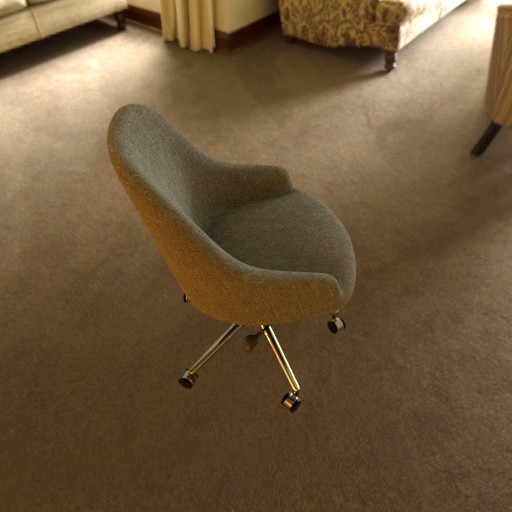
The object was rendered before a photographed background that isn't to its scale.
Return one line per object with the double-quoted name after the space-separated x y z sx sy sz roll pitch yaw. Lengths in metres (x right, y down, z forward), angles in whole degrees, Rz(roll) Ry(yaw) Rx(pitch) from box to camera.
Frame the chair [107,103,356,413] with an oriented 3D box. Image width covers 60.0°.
0.000 0.000 1.418 0.712 0.950 0.671 -9 47 -8 "chair"
